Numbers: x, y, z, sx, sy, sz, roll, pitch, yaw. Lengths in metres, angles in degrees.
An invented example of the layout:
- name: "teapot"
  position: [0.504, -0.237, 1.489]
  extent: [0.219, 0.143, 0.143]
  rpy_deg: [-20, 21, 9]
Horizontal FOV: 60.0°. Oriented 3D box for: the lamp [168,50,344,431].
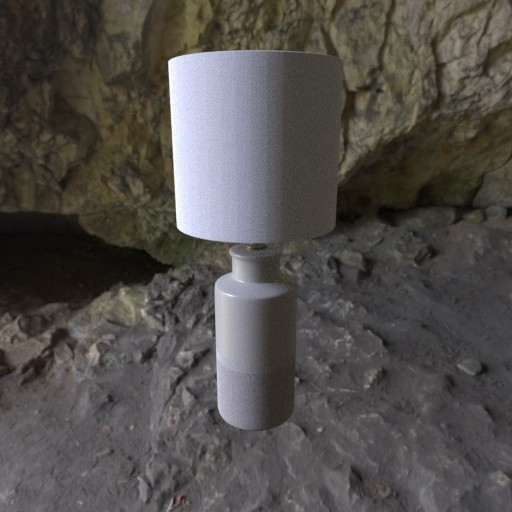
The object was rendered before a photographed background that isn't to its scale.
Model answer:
- name: "lamp"
  position: [0.000, 0.000, 0.615]
  extent: [0.212, 0.493, 0.212]
  rpy_deg: [-15, 22, -40]
